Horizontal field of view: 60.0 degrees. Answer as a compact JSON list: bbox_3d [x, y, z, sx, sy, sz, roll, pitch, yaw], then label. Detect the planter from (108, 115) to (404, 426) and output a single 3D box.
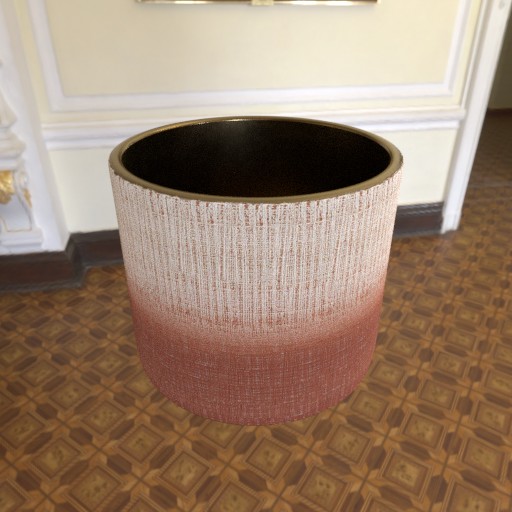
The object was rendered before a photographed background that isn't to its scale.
[{"bbox_3d":[0.000,0.000,0.442,0.254,0.221,0.254,0,30,0],"label":"planter"}]
